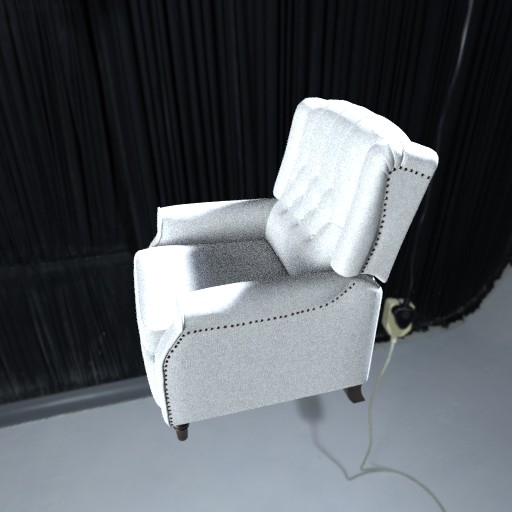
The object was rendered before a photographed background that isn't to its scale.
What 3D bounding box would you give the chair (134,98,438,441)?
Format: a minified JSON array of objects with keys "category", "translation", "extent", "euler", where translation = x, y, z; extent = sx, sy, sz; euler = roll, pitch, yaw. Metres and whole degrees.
[{"category":"chair","translation":[0.000,0.000,1.637],"extent":[0.902,1.035,0.742],"euler":[-8,31,-13]}]
